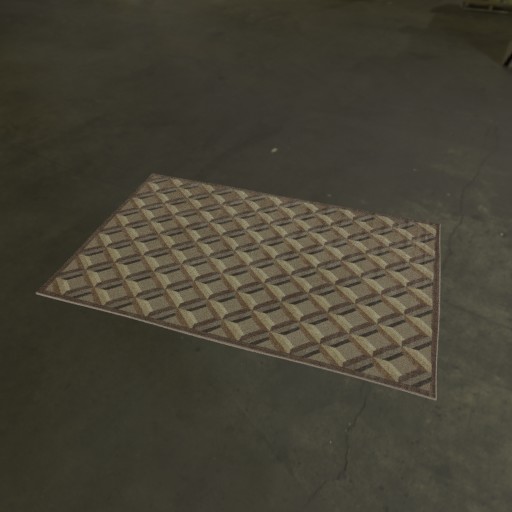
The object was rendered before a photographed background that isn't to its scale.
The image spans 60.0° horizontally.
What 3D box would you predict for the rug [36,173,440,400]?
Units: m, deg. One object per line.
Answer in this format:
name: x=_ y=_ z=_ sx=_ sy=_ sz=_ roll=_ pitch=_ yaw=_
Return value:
rug: x=0.000 y=0.000 z=2.118 sx=1.677 sy=0.011 sz=1.066 roll=12 pitch=43 yaw=14
